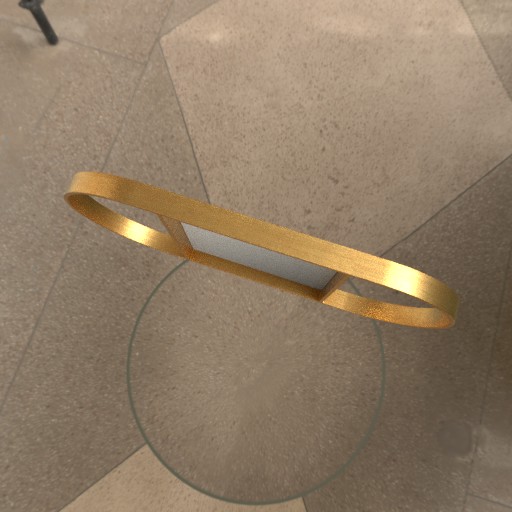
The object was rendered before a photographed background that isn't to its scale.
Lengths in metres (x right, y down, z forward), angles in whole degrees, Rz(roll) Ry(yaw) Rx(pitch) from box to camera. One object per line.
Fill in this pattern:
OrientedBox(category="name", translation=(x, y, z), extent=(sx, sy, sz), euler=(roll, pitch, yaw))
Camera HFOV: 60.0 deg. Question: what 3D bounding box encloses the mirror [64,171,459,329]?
OrientedBox(category="mirror", translation=(0.000, 0.000, 0.659), extent=(0.584, 0.254, 0.032), euler=(18, 77, 4))
